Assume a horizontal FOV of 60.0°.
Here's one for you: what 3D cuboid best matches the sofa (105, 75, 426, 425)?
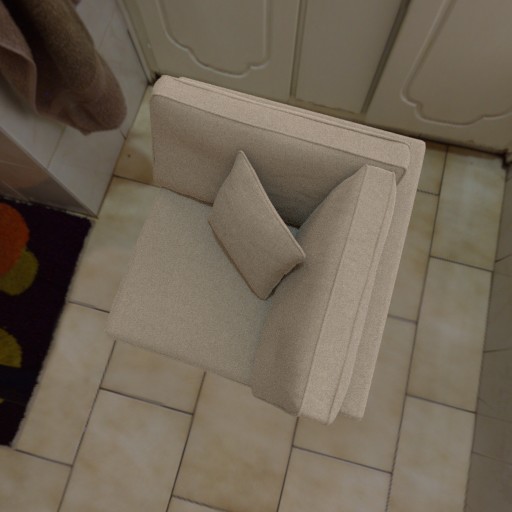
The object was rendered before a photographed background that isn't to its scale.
[{"bbox_3d":[0.000,0.000,1.968,1.084,1.002,1.146,17,75,4],"label":"sofa"}]
